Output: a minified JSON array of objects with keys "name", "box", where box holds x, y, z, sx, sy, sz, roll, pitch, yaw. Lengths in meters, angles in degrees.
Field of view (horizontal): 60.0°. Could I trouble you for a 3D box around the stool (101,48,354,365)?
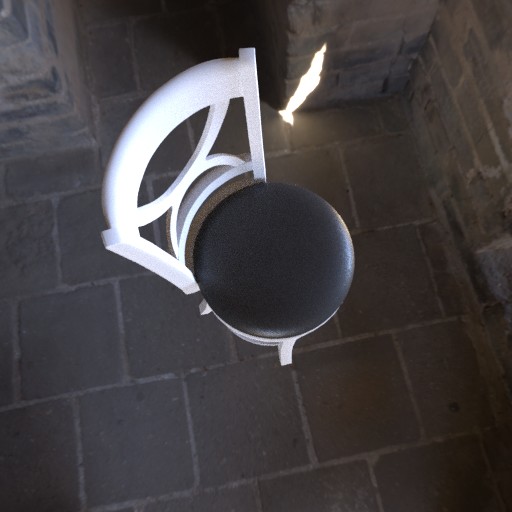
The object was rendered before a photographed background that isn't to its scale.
[{"name":"stool","box":[0.000,0.000,1.193,0.508,0.953,0.444,31,77,8]}]
